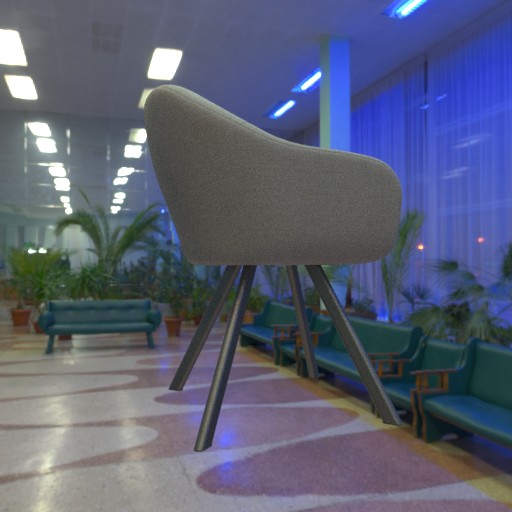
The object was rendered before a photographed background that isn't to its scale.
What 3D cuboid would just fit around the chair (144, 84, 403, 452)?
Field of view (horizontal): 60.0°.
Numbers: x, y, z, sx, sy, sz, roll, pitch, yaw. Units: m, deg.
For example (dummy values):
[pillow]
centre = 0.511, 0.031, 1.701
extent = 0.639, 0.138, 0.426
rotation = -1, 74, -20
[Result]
[chair]
centre = 0.000, 0.000, 1.157
extent = 0.570, 0.780, 0.540
rotation = 0, -1, -18
